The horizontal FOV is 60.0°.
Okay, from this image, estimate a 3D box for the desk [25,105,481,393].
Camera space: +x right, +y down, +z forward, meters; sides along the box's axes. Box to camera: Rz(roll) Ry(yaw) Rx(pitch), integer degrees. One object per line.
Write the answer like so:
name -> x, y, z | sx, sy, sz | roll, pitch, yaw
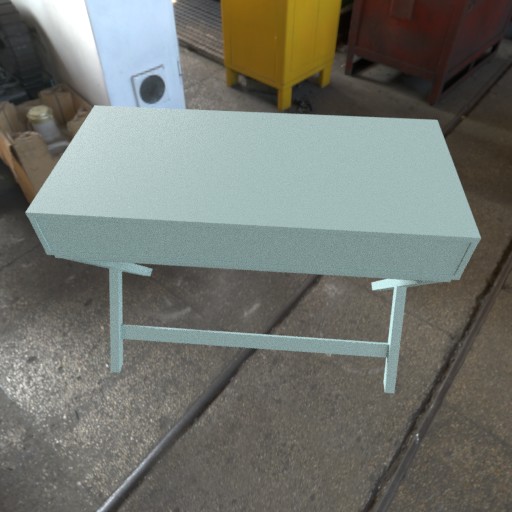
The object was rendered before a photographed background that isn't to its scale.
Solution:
desk -> 0.000, 0.000, 1.488 | 1.057, 0.780, 0.525 | 3, 48, 3
